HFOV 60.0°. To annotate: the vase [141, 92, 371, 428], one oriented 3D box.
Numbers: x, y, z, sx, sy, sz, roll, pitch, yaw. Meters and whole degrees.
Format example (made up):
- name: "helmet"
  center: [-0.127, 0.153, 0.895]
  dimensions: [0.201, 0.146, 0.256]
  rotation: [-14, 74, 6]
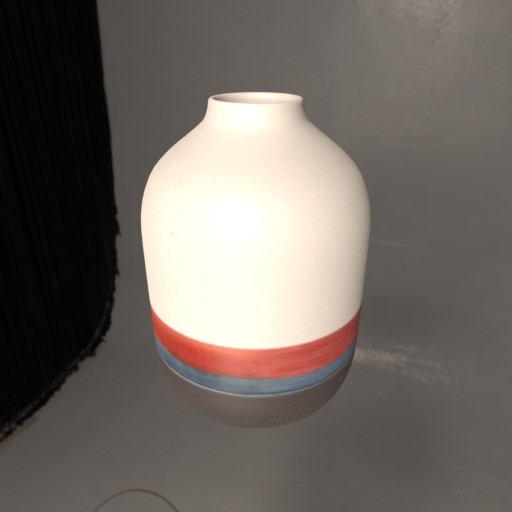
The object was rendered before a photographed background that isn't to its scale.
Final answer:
- name: "vase"
  center: [0.000, 0.000, 0.349]
  dimensions: [0.169, 0.237, 0.169]
  rotation: [0, 26, 0]
